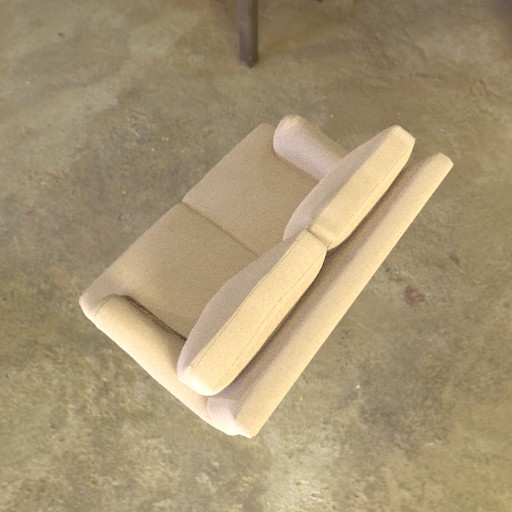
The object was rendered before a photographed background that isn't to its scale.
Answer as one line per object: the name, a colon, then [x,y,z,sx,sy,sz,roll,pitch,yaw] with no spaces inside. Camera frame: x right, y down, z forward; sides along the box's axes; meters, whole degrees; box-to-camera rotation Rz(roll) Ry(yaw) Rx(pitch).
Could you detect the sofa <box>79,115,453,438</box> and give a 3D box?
sofa: [0.000,0.000,2.219,1.087,1.048,1.508,35,67,17]
